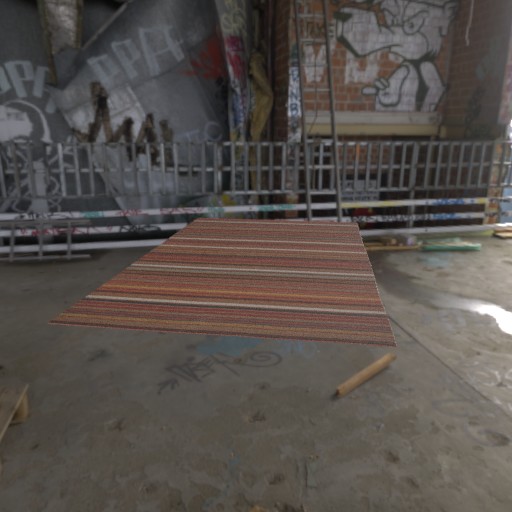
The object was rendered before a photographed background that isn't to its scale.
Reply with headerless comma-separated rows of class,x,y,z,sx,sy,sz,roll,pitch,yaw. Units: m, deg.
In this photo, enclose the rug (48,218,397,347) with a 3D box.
rug,0.000,0.000,3.042,1.523,0.008,2.438,2,16,8
